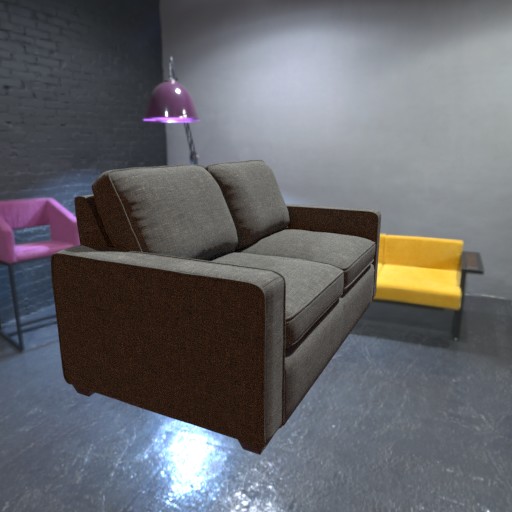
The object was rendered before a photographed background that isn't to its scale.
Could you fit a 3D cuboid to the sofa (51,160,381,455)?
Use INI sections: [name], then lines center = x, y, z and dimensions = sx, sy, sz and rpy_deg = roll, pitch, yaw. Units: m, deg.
[sofa]
center = 0.000, 0.000, 2.250
dimensions = 0.947, 0.918, 1.709
rpy_deg = 7, 16, 26
